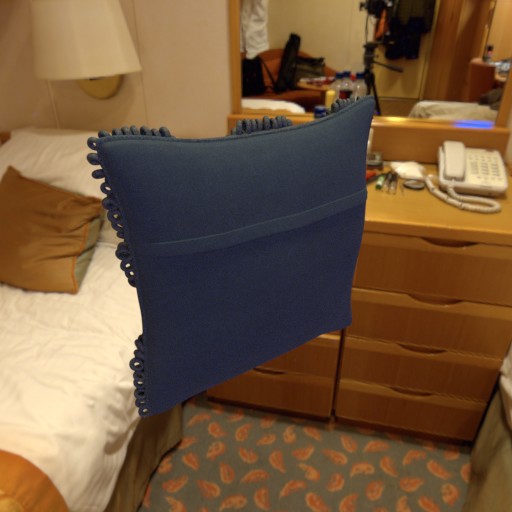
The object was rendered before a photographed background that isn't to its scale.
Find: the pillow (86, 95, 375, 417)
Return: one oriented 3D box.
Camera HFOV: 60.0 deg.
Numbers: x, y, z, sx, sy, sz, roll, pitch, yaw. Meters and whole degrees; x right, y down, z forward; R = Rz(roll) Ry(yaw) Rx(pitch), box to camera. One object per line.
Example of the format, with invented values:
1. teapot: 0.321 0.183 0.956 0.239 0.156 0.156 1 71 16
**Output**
1. pillow: 0.000 0.000 0.726 0.469 0.466 0.172 -18 34 -29
